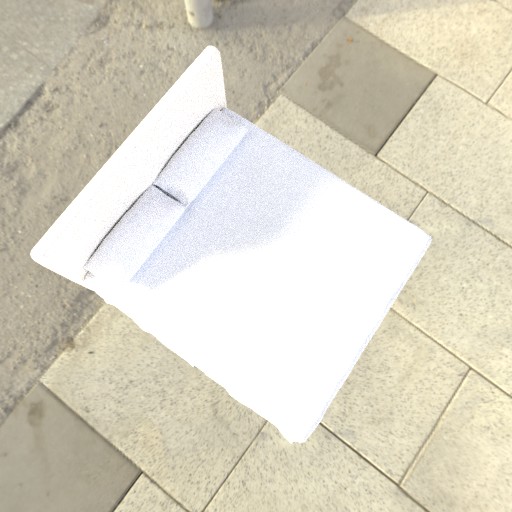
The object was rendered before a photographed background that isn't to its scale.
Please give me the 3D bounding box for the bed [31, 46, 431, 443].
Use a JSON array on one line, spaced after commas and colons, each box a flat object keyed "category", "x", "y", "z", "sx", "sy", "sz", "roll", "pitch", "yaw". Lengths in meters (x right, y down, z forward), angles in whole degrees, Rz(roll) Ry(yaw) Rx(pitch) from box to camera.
[{"category": "bed", "x": 0.000, "y": 0.000, "z": 3.603, "sx": 2.341, "sy": 1.317, "sz": 2.119, "roll": 34, "pitch": 78, "yaw": 8}]
